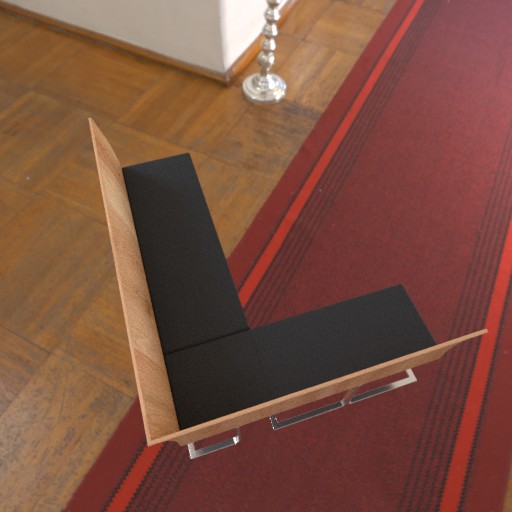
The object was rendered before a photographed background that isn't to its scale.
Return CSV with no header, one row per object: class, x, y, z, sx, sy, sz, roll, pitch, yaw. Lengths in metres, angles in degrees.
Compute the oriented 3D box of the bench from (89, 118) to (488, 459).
bench,0.000,0.000,2.693,1.495,0.930,1.945,-15,58,-10
